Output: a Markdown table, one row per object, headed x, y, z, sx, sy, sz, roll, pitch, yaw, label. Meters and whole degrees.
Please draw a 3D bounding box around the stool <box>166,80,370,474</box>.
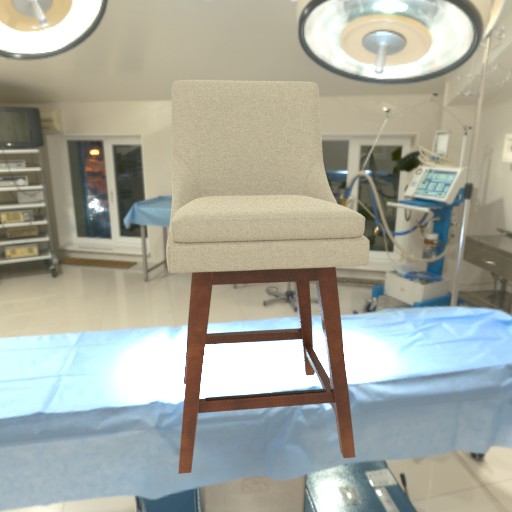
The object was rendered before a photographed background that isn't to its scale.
| x | y | z | sx | sy | sz | roll | pitch | yaw | label |
| --- | --- | --- | --- | --- | --- | --- | --- | --- | --- |
| 0.000 | 0.000 | 1.267 | 0.469 | 0.991 | 0.559 | -2 | 16 | -7 | stool |
